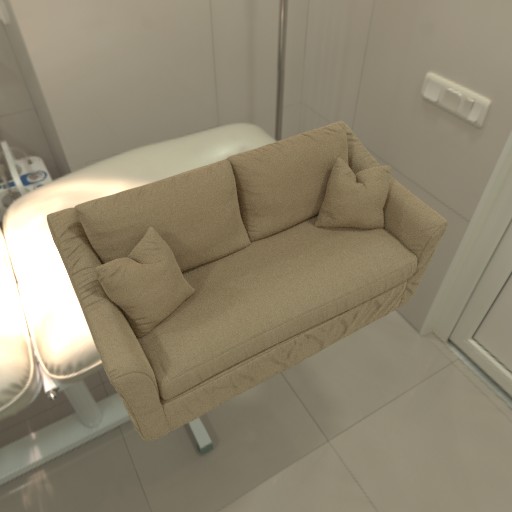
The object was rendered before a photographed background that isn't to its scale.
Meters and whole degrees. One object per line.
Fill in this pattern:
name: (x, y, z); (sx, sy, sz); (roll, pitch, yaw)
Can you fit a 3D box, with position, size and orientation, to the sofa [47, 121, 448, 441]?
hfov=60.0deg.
sofa: (0.000, 0.000, 2.642); (2.010, 1.018, 1.072); (-23, 50, -21)
